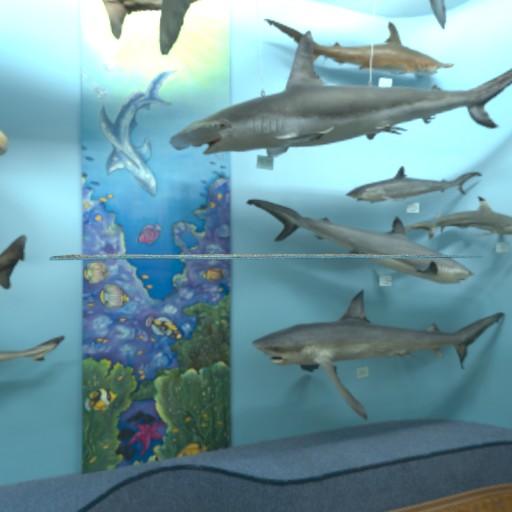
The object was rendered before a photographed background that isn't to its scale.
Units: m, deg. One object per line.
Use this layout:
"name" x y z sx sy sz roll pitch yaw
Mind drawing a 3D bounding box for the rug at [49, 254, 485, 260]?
"rug" 0.000 0.000 2.312 1.847 0.014 1.195 0 1 -19
